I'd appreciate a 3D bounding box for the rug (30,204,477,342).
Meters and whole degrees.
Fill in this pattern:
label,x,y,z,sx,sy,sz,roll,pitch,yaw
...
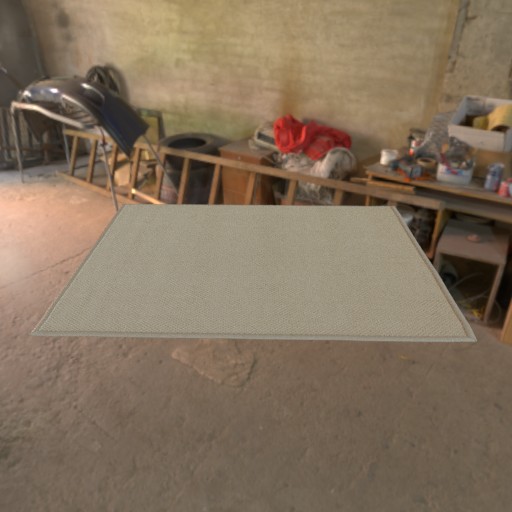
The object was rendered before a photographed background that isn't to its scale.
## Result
label,x,y,z,sx,sy,sz,roll,pitch,yaw
rug,0.000,0.000,2.700,2.081,0.020,1.525,1,30,1
